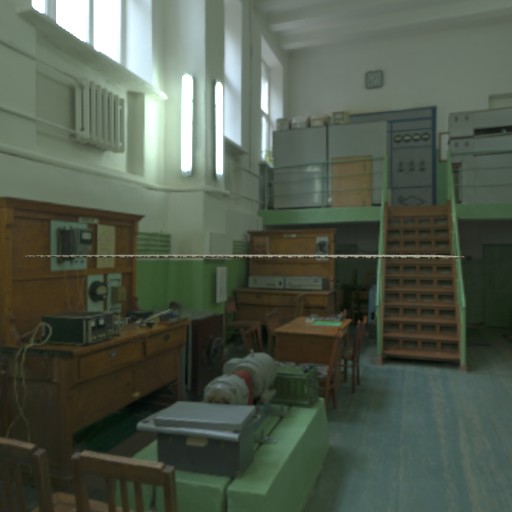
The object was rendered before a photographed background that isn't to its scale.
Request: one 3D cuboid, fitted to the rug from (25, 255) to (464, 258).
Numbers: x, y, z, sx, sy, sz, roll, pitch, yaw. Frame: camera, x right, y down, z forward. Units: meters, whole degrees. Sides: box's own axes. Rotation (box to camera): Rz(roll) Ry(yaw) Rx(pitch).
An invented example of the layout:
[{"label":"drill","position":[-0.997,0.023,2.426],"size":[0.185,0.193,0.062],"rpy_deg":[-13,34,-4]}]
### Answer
[{"label":"rug","position":[0.000,0.000,2.307],"size":[1.828,0.008,1.219],"rpy_deg":[0,0,17]}]
